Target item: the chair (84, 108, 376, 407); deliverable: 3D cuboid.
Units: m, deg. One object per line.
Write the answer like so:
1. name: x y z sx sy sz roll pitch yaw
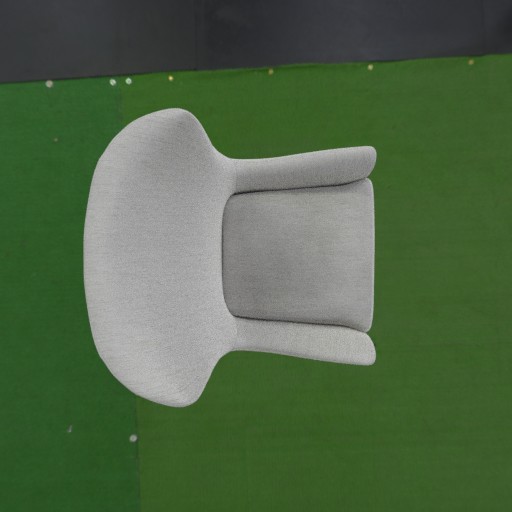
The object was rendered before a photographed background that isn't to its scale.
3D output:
1. chair: 0.000 0.000 1.627 0.904 1.000 0.779 0 91 1
